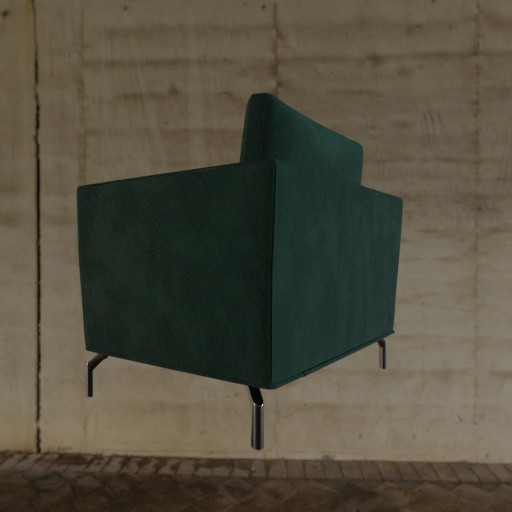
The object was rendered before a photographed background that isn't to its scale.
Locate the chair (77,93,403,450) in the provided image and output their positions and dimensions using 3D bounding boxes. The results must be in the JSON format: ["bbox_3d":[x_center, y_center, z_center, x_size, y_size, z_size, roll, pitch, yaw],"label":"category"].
[{"bbox_3d":[0.000,0.000,1.753,0.852,0.997,1.047,0,1,35],"label":"chair"}]
